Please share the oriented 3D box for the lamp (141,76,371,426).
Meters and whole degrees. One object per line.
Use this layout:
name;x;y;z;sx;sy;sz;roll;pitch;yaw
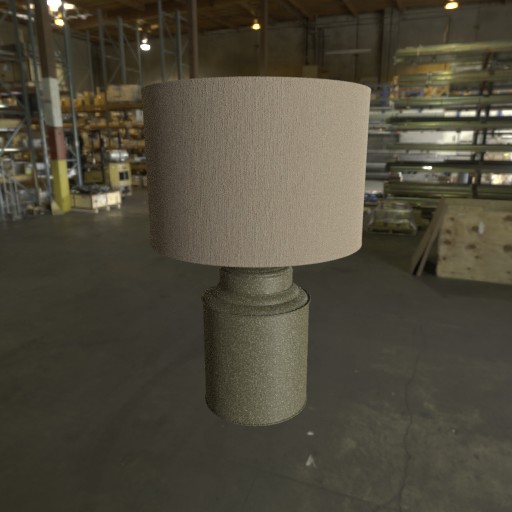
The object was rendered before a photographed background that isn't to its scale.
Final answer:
lamp;0.000;0.000;0.691;0.318;0.486;0.318;0;14;0
